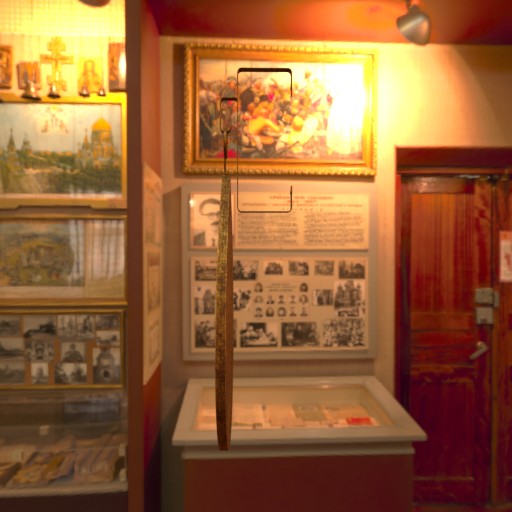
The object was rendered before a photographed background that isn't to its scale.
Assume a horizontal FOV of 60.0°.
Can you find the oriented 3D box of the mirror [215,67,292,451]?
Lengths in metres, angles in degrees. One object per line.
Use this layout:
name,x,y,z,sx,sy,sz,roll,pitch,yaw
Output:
mirror,0.000,0.000,0.889,0.144,0.744,0.405,0,1,-1
